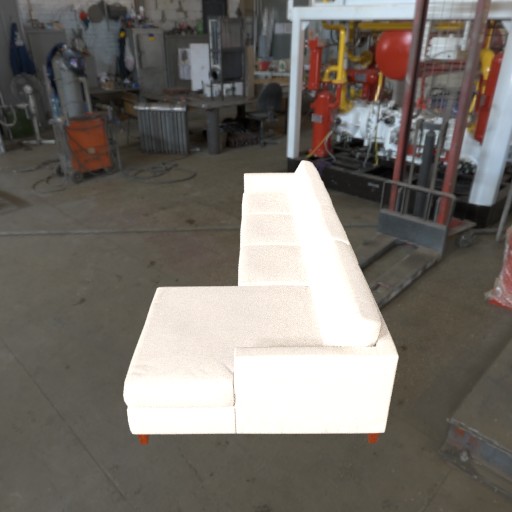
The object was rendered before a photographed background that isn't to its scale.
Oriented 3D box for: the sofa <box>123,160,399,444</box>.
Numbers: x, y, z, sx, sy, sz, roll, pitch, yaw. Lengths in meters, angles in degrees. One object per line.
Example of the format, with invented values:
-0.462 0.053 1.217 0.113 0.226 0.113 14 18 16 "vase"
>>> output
0.000 0.000 4.108 1.606 0.954 3.471 0 28 0 "sofa"
